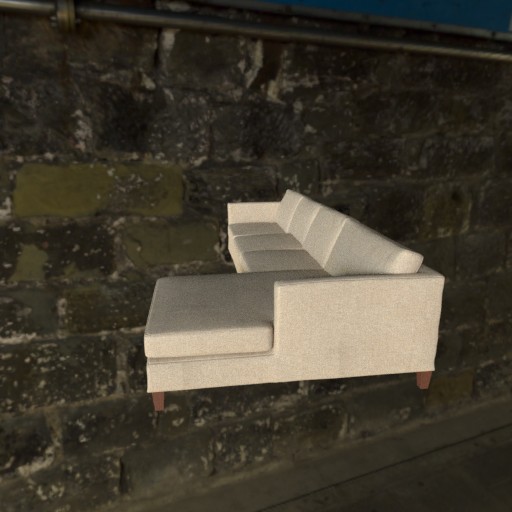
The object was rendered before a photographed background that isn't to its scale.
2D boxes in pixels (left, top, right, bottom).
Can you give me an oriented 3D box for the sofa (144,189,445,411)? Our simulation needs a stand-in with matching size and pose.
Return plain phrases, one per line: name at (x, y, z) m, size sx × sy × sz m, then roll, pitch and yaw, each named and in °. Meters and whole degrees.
sofa at (0.000, 0.000, 3.851) m, size 1.625 × 0.846 × 3.186 m, roll -2°, pitch 15°, yaw -8°
